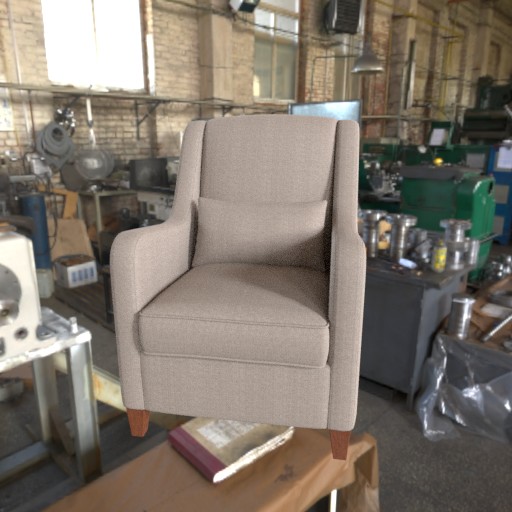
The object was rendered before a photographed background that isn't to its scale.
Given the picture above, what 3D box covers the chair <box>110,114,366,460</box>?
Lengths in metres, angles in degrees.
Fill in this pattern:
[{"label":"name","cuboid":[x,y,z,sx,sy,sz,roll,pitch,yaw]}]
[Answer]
[{"label":"chair","cuboid":[0.000,0.000,1.607,0.715,1.017,0.890,2,15,9]}]
